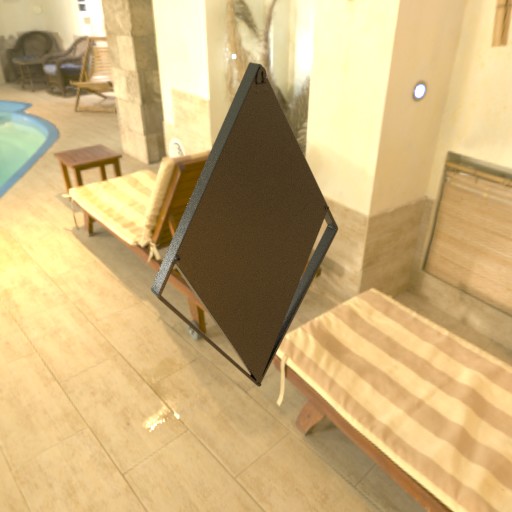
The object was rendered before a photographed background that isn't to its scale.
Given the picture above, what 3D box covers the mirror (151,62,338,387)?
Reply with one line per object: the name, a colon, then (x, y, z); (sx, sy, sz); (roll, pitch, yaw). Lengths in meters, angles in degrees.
mirror: (0.000, 0.000, 0.846); (0.419, 0.679, 0.032); (-20, 36, -31)
